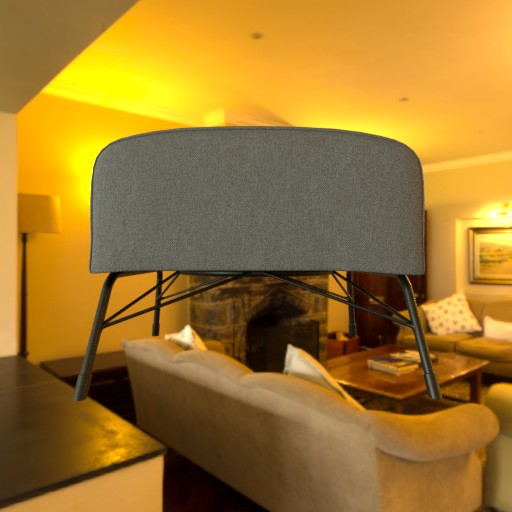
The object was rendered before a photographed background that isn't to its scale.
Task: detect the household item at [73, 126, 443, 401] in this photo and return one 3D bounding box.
[{"bbox_3d":[0.000,0.000,0.893,0.530,0.410,0.530,0,0,-1],"label":"household item"}]
